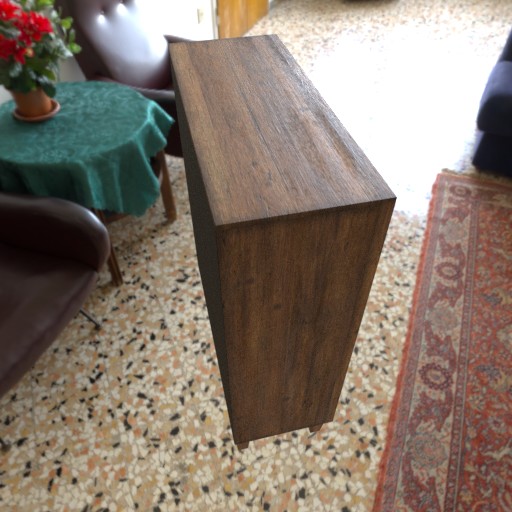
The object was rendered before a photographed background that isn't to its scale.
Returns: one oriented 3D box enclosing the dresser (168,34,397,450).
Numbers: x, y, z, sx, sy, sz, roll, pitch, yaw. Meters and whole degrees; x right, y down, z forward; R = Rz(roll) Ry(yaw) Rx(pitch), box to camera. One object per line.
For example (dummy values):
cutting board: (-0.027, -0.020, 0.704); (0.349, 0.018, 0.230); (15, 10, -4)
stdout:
dresser: (0.000, 0.000, 1.848); (0.438, 1.359, 1.067); (-10, 47, -9)
